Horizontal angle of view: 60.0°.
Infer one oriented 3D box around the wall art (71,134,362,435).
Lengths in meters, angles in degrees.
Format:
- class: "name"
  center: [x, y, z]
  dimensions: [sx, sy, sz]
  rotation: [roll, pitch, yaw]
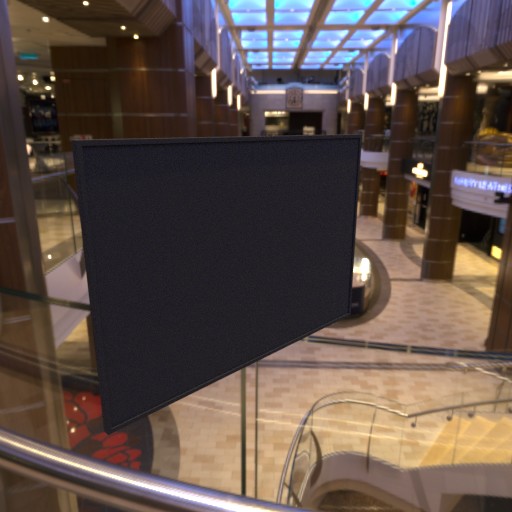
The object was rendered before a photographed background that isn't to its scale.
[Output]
- class: "wall art"
  center: [0.000, 0.000, 1.543]
  dimensions: [1.190, 0.805, 0.028]
  rotation: [-15, 22, -42]
